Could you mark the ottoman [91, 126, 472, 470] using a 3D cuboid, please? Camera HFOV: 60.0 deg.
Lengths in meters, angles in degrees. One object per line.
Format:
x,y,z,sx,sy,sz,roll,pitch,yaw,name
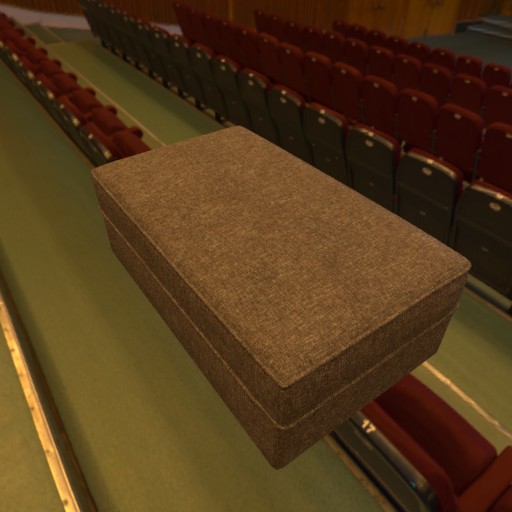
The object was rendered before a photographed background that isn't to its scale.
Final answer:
0.000,0.000,1.566,0.717,0.487,1.184,-25,46,-27,ottoman
